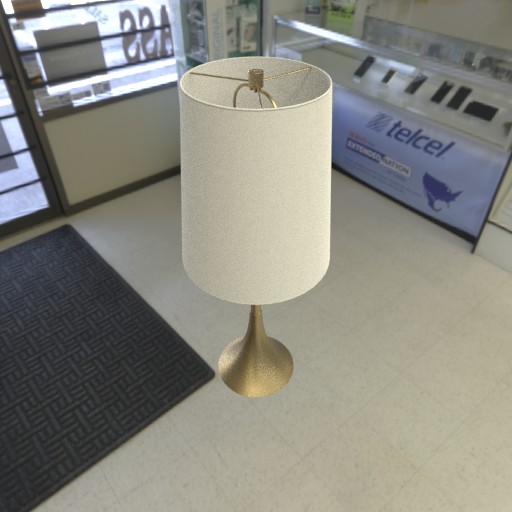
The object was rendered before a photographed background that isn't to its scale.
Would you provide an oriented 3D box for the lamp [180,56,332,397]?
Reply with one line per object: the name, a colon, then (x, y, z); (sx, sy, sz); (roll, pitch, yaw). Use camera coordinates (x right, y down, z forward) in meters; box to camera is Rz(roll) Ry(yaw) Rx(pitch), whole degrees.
lamp: (0.000, 0.000, 0.705); (0.231, 0.569, 0.231); (0, 40, 0)
